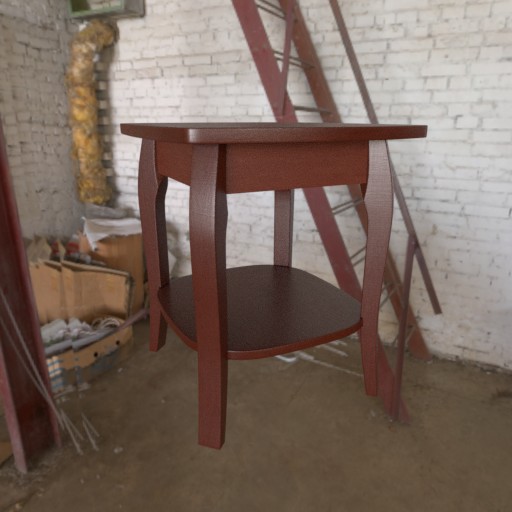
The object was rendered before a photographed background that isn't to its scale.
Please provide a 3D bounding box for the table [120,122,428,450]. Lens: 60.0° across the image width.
[{"bbox_3d":[0.000,0.000,0.868,0.433,0.496,0.502,-8,19,-25],"label":"table"}]
